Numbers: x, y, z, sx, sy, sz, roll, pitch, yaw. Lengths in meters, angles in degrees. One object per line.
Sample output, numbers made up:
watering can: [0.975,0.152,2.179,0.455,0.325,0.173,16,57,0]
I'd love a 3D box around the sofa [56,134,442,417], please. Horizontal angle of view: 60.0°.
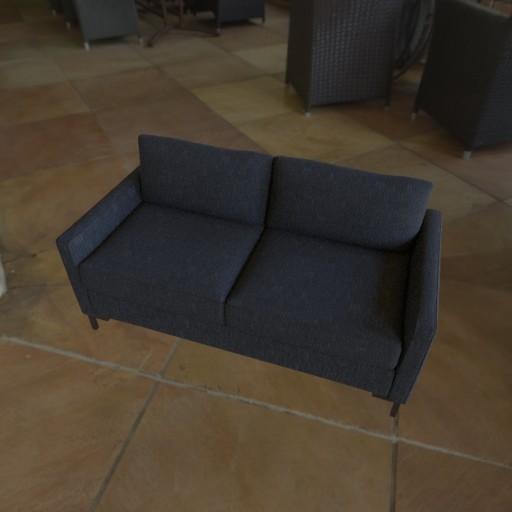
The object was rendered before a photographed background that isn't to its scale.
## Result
sofa: [0.000,0.000,2.252,1.716,0.862,0.866,12,42,14]
